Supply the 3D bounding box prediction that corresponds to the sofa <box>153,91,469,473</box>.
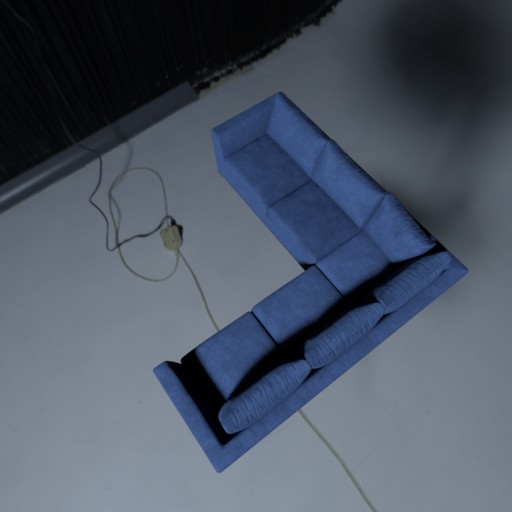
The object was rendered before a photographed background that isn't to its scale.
[{"bbox_3d":[0.000,0.000,3.904,2.463,0.988,2.472,-34,69,-15],"label":"sofa"}]
